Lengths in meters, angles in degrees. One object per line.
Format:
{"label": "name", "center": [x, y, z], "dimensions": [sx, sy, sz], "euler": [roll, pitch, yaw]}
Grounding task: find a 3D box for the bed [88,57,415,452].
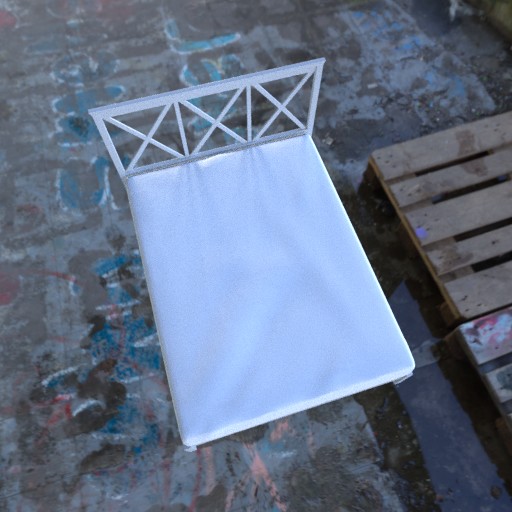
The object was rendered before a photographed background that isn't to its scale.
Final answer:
{"label": "bed", "center": [0.000, 0.000, 3.163], "dimensions": [1.673, 1.253, 2.135], "euler": [-16, 65, -7]}
